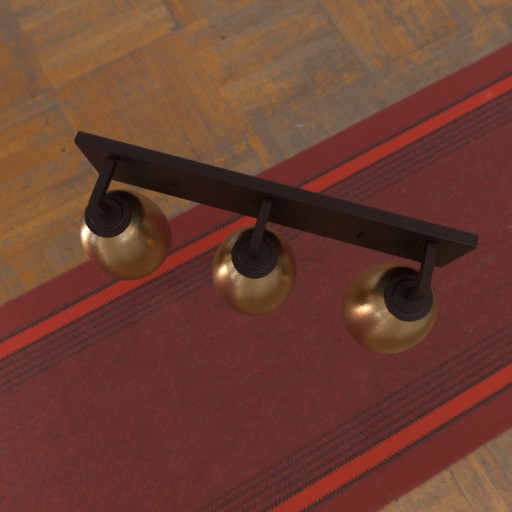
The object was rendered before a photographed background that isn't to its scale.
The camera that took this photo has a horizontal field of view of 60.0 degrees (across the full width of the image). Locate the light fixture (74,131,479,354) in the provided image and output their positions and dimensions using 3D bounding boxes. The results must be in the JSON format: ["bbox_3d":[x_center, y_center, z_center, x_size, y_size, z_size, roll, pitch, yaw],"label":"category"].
[{"bbox_3d":[0.000,0.000,0.657,0.582,0.204,0.157,15,76,4],"label":"light fixture"}]
